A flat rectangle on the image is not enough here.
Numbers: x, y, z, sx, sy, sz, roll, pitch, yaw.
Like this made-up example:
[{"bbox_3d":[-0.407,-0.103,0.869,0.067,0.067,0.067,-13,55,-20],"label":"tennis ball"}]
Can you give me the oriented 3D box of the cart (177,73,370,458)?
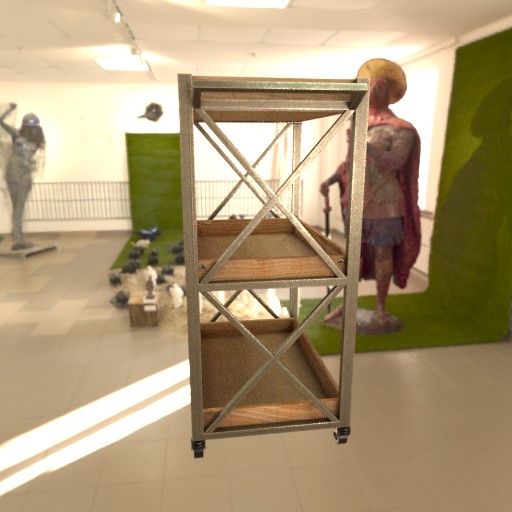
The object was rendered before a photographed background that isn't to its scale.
[{"bbox_3d":[0.000,0.000,1.200,0.377,0.835,0.673,-2,14,-8],"label":"cart"}]
